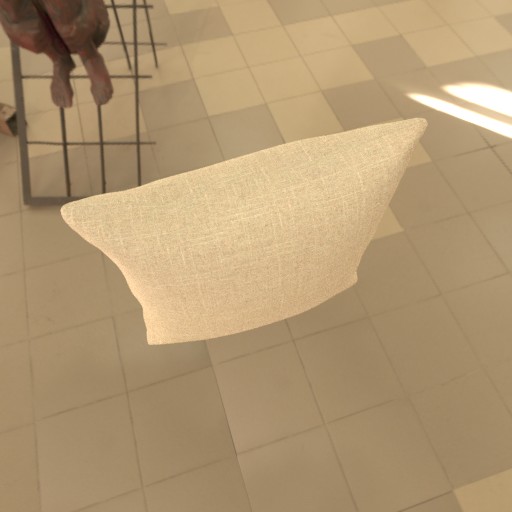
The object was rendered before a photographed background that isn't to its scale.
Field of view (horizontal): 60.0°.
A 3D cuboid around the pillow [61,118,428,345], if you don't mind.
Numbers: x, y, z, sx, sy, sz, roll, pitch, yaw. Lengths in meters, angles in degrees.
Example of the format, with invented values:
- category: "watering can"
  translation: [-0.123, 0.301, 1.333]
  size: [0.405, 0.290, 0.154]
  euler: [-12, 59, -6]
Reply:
- category: "pillow"
  translation: [0.000, 0.000, 0.645]
  size: [0.414, 0.399, 0.173]
  euler: [-16, 61, -9]
